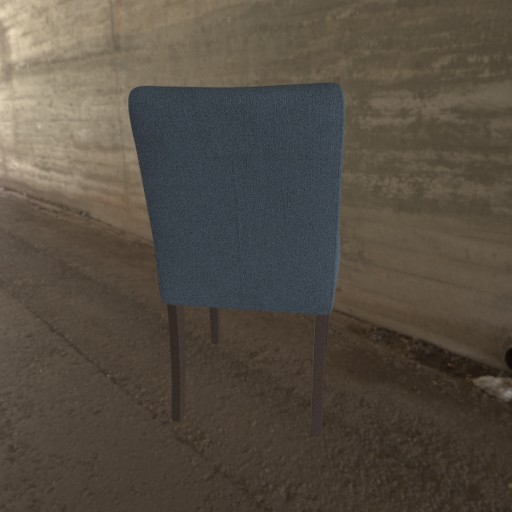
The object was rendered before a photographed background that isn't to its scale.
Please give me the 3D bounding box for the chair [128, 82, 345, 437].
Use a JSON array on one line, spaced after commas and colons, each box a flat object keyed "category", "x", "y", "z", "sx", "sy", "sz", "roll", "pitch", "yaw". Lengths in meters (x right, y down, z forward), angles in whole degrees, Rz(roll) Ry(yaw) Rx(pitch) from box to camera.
[{"category": "chair", "x": 0.000, "y": 0.000, "z": 1.272, "sx": 0.487, "sy": 0.882, "sz": 0.629, "roll": 3, "pitch": 17, "yaw": 9}]
